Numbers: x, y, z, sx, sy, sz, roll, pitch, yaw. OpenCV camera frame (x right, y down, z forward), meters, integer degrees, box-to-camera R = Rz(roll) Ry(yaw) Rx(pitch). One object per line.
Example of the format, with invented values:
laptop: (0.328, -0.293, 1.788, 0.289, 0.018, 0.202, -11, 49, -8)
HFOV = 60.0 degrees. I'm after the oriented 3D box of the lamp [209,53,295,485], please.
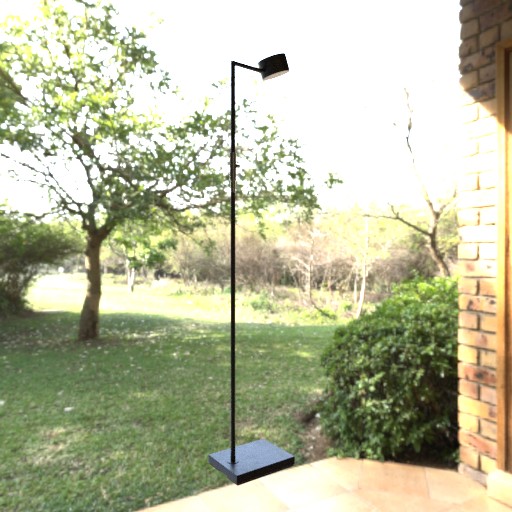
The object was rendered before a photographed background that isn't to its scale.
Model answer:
lamp: (0.000, 0.000, 1.706, 0.304, 1.600, 0.203, 0, 0, -35)
